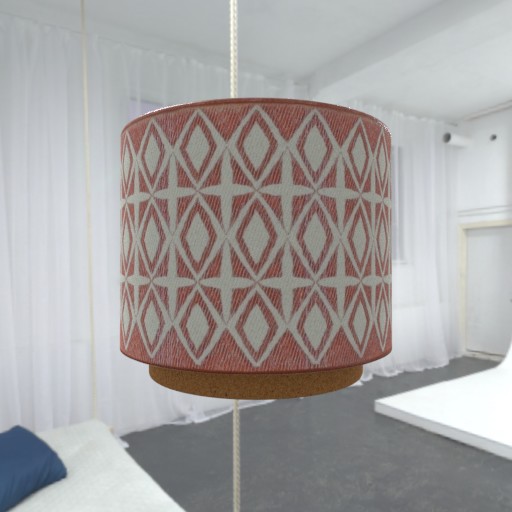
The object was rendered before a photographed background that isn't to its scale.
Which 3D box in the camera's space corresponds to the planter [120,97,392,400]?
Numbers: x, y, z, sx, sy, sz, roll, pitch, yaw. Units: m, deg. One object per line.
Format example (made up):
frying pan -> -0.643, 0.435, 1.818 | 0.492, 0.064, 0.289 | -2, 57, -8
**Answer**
planter -> 0.000, 0.000, 0.467 | 0.273, 0.237, 0.273 | 0, -1, 0
